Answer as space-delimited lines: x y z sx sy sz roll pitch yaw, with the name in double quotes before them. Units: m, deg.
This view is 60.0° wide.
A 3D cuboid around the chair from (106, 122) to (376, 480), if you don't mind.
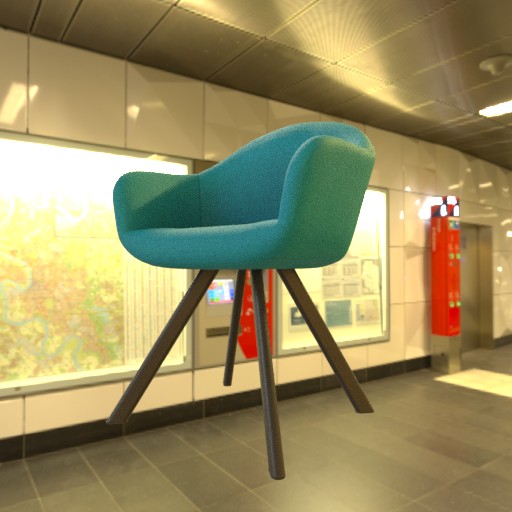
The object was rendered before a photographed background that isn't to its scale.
"chair" 0.000 0.000 1.141 0.590 0.795 0.550 -1 -2 35
